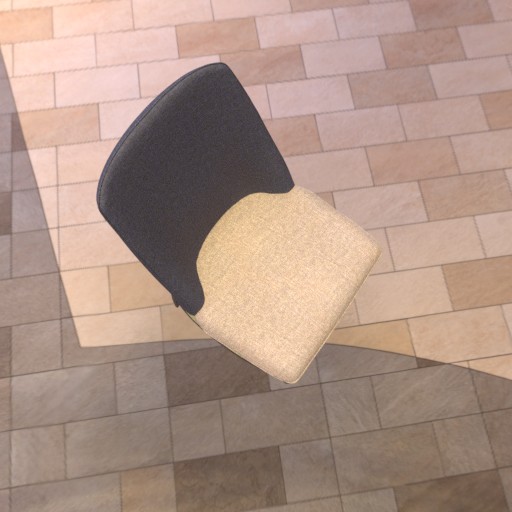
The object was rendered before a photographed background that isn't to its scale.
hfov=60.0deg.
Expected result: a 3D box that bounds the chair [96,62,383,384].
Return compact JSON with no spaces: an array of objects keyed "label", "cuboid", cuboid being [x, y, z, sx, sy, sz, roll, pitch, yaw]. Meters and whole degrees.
[{"label":"chair","cuboid":[0.000,0.000,1.183,0.551,0.839,0.480,35,77,9]}]
